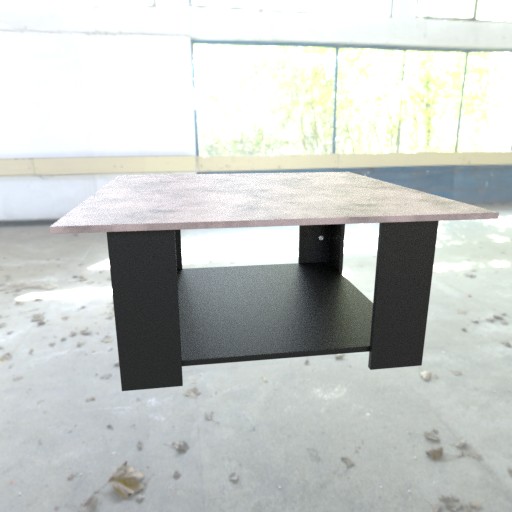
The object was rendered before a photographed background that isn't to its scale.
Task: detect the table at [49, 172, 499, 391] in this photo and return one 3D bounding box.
[{"bbox_3d":[0.000,0.000,1.007,0.670,0.305,0.670,-3,16,-9],"label":"table"}]
